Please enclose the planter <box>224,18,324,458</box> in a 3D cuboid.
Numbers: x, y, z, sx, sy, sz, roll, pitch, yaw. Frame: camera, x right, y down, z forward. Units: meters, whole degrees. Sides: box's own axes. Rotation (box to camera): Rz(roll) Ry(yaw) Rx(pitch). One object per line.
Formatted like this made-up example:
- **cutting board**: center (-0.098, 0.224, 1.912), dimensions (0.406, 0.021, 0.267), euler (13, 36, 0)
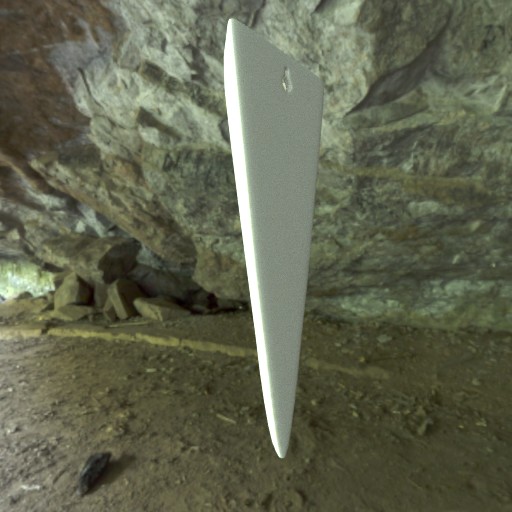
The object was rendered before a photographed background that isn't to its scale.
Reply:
- **planter**: center (0.000, 0.000, 0.388), dimensions (0.065, 0.338, 0.143), euler (0, 0, 36)
